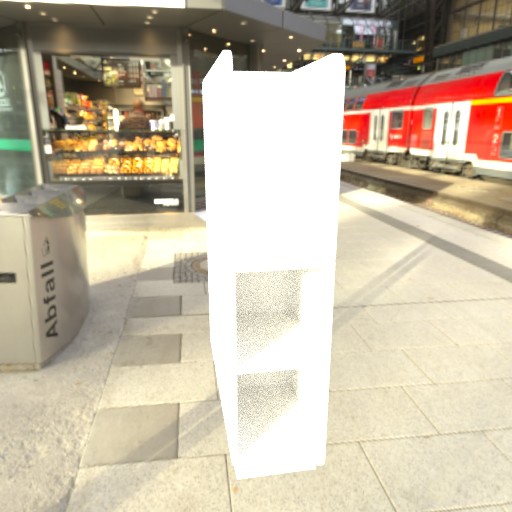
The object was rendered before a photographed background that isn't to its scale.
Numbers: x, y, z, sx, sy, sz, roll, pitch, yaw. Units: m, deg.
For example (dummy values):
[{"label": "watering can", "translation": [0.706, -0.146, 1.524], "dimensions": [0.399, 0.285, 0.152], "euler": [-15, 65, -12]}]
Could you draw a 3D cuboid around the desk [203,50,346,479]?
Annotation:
[{"label": "desk", "translation": [0.000, 0.000, 1.524], "dimensions": [0.278, 1.190, 0.795], "euler": [-3, 17, -10]}]
